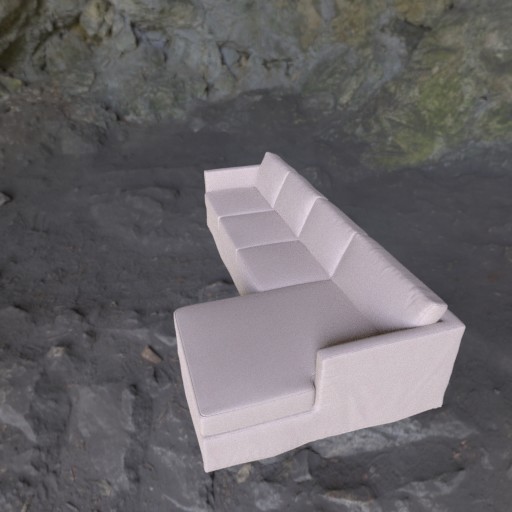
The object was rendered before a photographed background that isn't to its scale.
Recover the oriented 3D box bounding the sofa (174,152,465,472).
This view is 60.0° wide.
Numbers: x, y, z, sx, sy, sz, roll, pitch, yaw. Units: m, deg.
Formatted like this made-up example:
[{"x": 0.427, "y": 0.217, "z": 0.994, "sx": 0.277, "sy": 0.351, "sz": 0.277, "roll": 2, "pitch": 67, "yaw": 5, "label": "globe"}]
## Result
[{"x": 0.000, "y": 0.000, "z": 3.814, "sx": 1.622, "sy": 0.871, "sz": 3.206, "roll": -9, "pitch": 31, "yaw": -15, "label": "sofa"}]
